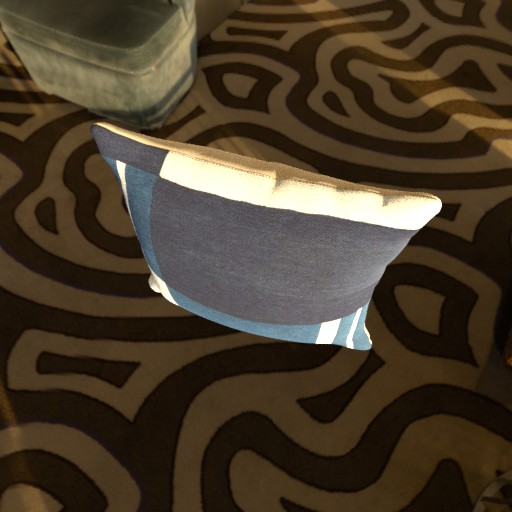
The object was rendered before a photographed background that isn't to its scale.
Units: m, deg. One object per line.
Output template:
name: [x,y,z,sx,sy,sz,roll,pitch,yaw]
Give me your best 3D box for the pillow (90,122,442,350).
pillow: [0.000,0.000,0.817,0.536,0.506,0.229,15,59,9]
